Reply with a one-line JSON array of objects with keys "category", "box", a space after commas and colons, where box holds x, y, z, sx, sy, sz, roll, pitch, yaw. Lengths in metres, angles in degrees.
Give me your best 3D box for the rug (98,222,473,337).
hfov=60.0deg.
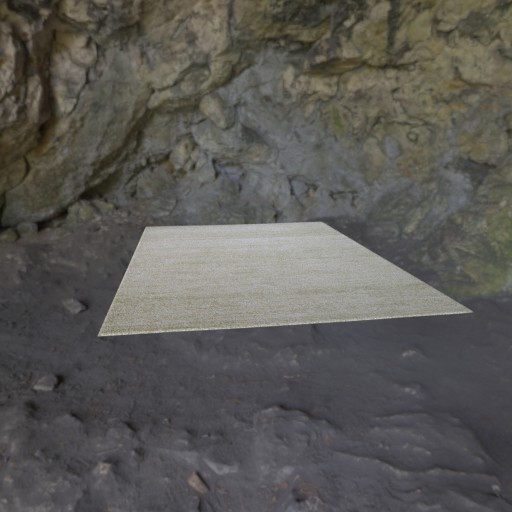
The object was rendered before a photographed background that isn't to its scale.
[{"category": "rug", "box": [0.000, 0.000, 2.933, 1.606, 0.017, 2.270, -2, 15, -9]}]
